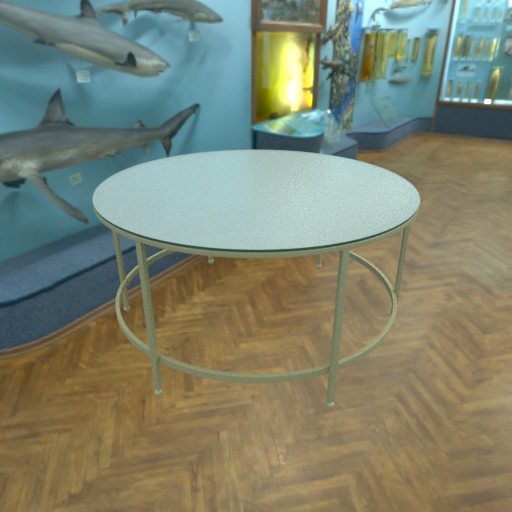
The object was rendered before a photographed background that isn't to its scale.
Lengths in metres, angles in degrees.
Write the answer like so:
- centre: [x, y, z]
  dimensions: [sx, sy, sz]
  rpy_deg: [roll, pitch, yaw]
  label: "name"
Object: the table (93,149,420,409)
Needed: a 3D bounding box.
- centre: [0.000, 0.000, 1.402]
  dimensions: [0.914, 0.470, 0.914]
  rpy_deg: [0, 26, 0]
  label: "table"
